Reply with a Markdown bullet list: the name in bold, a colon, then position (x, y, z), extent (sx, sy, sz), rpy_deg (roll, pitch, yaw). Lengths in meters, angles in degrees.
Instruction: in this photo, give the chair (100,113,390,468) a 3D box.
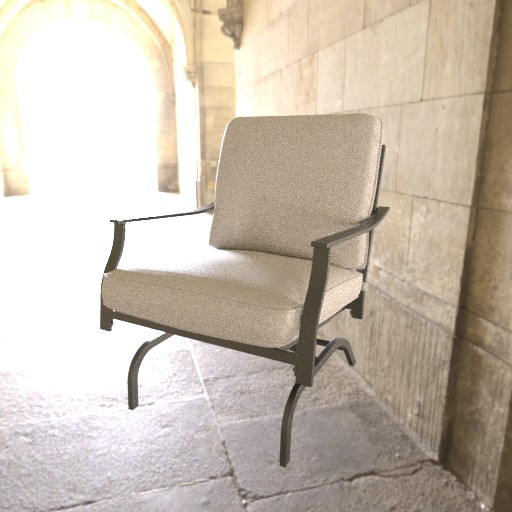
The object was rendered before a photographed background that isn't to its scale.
- **chair**: position (0.000, 0.000, 1.373), extent (0.650, 0.860, 0.787), rpy_deg (8, 16, 28)
